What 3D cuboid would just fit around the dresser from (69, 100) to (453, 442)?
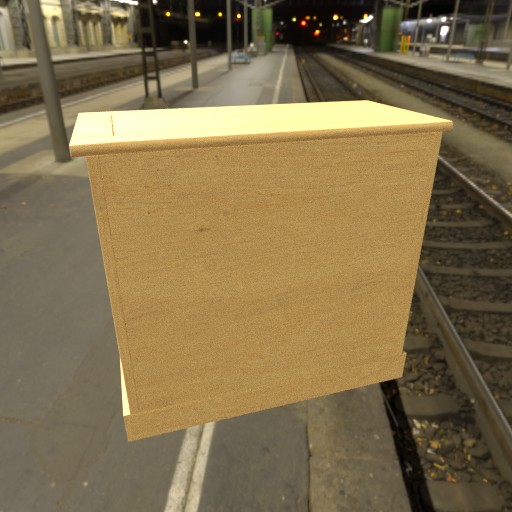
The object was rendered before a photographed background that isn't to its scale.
[{"bbox_3d":[0.000,0.000,1.376,0.915,0.835,0.440,-8,27,-15],"label":"dresser"}]
